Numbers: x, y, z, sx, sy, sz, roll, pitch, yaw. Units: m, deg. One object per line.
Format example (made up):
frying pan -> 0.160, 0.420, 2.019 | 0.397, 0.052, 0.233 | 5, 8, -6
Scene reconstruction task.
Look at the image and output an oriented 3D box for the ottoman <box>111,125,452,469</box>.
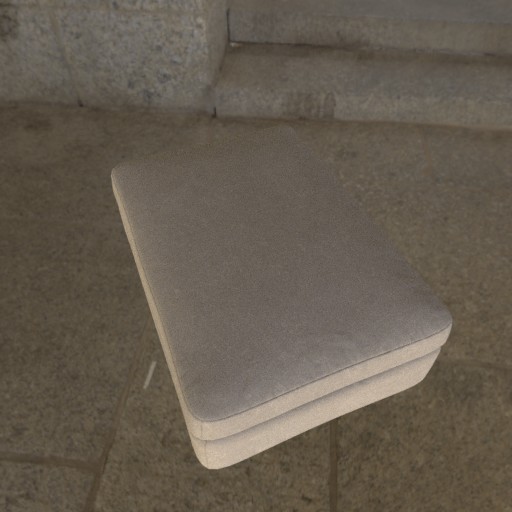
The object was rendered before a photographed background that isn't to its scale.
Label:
ottoman -> 0.000, 0.000, 1.647 | 0.840, 0.429, 1.199 | -17, 50, -15
